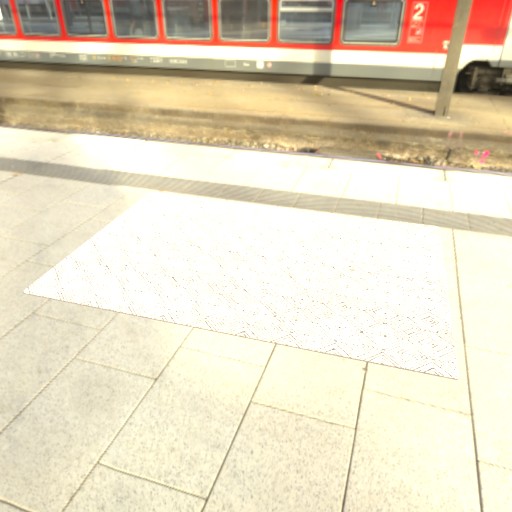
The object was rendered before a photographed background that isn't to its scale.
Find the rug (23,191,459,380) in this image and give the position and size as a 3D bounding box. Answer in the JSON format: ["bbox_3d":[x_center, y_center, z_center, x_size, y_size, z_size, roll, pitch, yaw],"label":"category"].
[{"bbox_3d":[0.000,0.000,2.204,1.783,0.008,1.175,9,32,14],"label":"rug"}]
